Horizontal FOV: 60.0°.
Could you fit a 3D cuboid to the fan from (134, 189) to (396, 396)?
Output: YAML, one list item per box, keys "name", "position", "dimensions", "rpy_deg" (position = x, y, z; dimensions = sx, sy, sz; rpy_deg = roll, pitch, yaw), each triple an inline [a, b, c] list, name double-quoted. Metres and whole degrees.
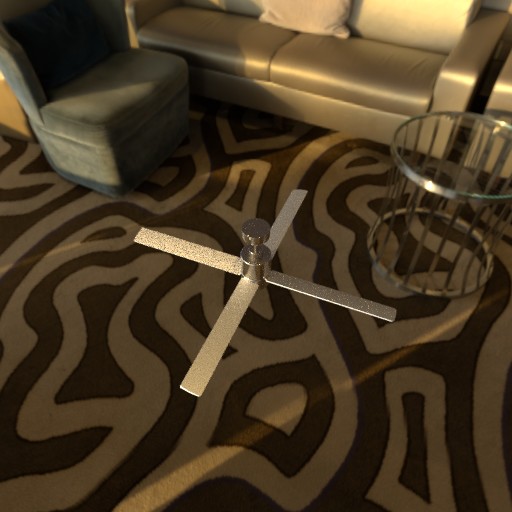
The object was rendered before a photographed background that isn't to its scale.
- name: "fan"
  position: [0.000, 0.000, 2.029]
  dimensions: [1.322, 0.355, 1.322]
  rpy_deg: [17, 50, 15]
